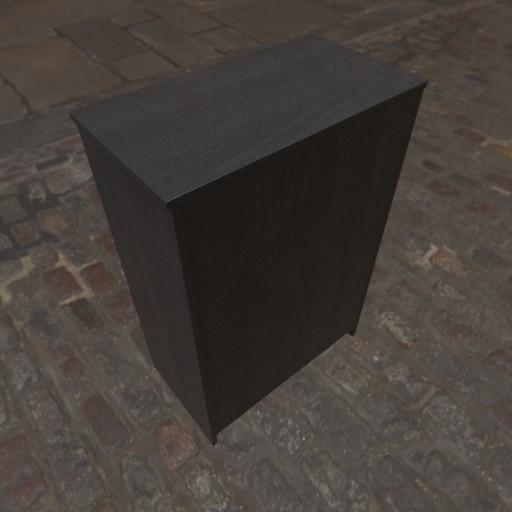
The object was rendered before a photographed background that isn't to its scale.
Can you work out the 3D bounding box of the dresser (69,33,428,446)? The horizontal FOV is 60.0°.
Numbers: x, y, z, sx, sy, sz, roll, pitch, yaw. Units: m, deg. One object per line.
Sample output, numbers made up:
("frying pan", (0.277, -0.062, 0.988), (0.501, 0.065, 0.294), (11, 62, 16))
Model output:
("dresser", (0.000, 0.000, 1.336), (0.700, 1.020, 0.398), (-30, 53, -26))
